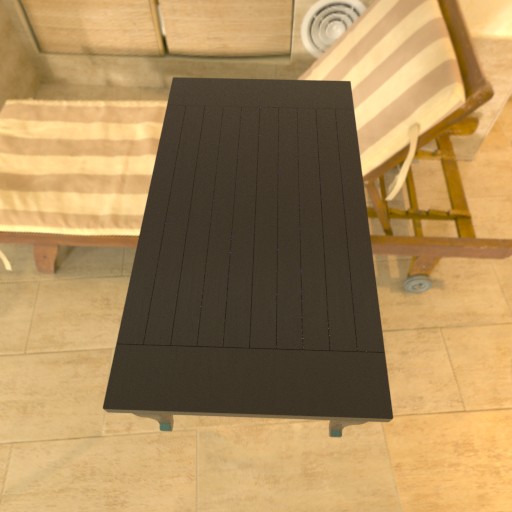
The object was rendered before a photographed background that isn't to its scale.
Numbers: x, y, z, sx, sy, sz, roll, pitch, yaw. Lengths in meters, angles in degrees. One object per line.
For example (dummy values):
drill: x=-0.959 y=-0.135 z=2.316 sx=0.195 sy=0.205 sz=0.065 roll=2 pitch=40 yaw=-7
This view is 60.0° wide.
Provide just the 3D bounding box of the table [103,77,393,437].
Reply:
table: x=0.000 y=0.000 z=1.380 sx=0.600 sy=0.494 sz=1.062 roll=2 pitch=58 yaw=1
